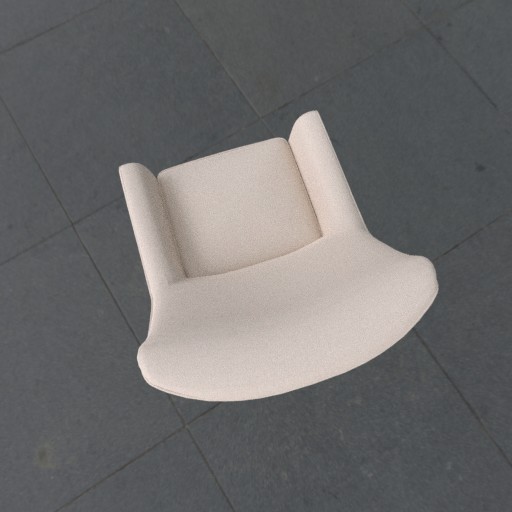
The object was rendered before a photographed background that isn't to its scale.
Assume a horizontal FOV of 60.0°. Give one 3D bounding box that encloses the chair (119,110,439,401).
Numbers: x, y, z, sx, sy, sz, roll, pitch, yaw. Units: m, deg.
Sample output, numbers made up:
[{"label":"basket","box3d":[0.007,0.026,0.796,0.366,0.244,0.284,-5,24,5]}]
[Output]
[{"label":"chair","box3d":[0.000,0.000,1.550,0.756,0.916,0.879,-17,76,-4]}]
